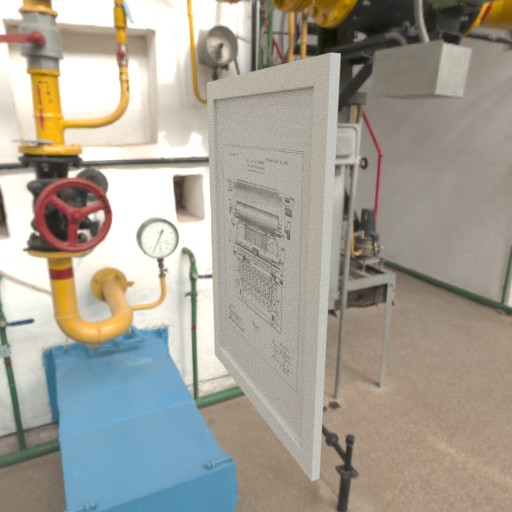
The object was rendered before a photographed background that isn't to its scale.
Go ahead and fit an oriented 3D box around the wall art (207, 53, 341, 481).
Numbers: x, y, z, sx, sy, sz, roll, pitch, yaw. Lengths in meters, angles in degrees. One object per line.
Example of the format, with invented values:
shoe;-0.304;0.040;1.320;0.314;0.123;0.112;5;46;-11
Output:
wall art;0.000;0.000;0.691;0.013;0.533;0.381;-8;18;-24
